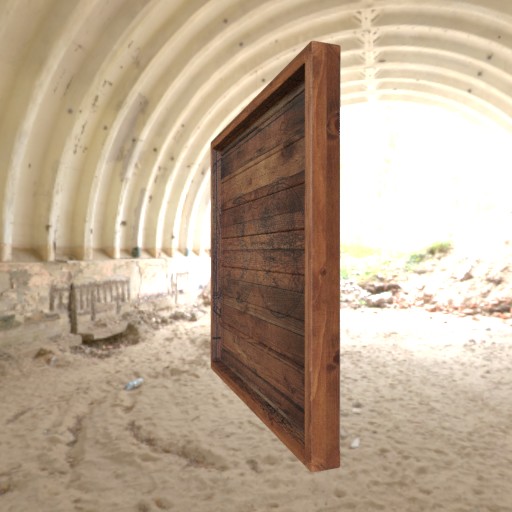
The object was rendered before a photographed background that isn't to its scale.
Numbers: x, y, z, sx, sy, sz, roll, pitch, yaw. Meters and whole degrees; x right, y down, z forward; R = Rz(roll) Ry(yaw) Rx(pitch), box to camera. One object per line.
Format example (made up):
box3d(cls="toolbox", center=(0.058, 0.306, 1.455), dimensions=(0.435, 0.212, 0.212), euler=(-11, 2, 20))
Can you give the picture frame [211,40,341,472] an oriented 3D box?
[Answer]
box3d(cls="picture frame", center=(0.000, 0.000, 0.534), dimensions=(0.028, 0.356, 0.352), euler=(0, 0, -19))
